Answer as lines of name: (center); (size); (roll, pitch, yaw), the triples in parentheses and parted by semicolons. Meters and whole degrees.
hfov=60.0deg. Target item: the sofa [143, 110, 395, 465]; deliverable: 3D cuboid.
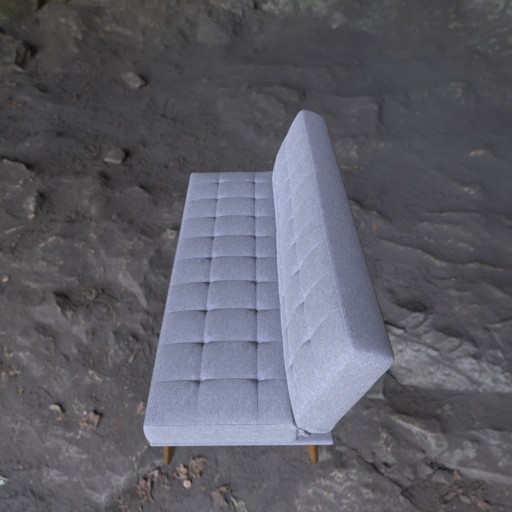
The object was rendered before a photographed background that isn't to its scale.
sofa: (0.000, 0.000, 2.265); (0.860, 0.810, 1.800); (0, 42, 0)
